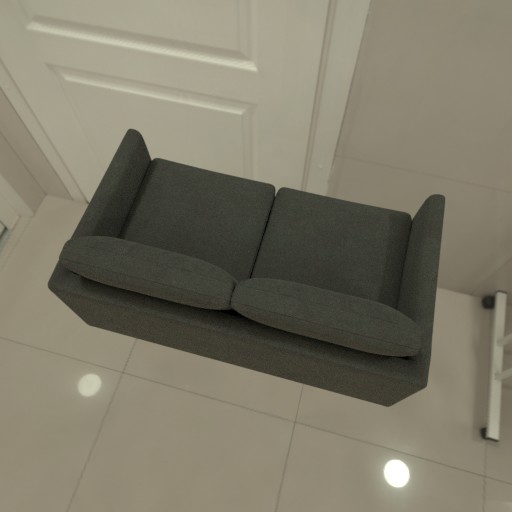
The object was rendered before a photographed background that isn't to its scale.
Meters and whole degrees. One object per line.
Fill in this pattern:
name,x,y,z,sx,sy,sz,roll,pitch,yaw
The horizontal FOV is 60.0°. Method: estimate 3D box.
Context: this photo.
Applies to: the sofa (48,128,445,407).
sofa,0.000,0.000,2.522,1.909,0.845,1.091,14,64,7
